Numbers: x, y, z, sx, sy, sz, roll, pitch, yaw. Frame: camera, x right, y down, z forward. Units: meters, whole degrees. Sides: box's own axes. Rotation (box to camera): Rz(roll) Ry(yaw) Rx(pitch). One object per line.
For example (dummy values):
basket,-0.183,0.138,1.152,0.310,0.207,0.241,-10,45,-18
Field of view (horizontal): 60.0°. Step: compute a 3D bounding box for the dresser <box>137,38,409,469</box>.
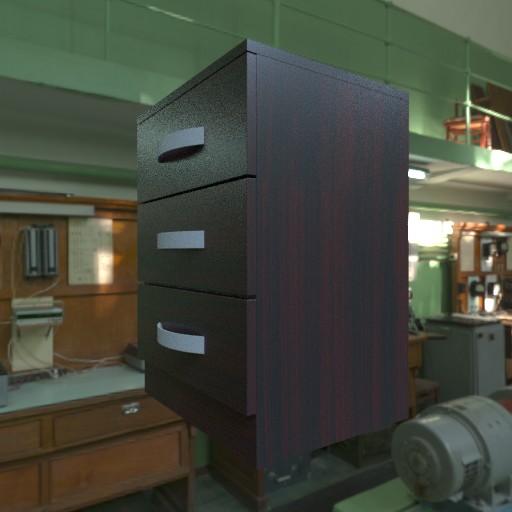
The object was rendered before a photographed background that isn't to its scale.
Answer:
dresser,0.000,0.000,0.821,0.360,0.560,0.400,0,0,-35
